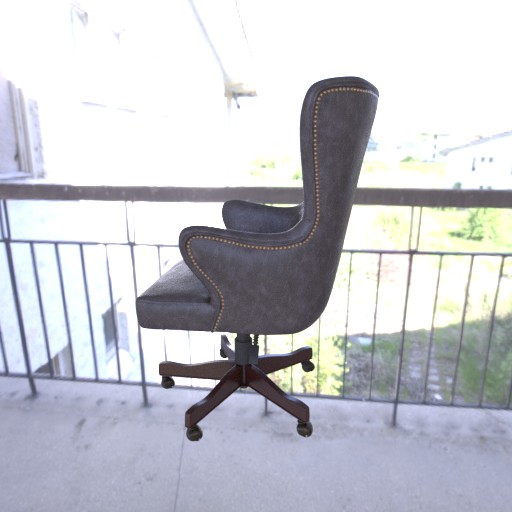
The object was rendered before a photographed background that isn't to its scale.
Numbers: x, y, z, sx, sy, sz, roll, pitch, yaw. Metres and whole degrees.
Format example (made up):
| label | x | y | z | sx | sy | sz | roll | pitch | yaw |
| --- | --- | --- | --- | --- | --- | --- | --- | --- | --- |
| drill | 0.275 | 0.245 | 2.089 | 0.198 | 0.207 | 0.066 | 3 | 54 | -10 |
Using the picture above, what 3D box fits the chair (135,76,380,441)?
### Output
| label | x | y | z | sx | sy | sz | roll | pitch | yaw |
| --- | --- | --- | --- | --- | --- | --- | --- | --- | --- |
| chair | 0.000 | 0.000 | 1.460 | 0.717 | 1.037 | 0.594 | 2 | 15 | 8 |
